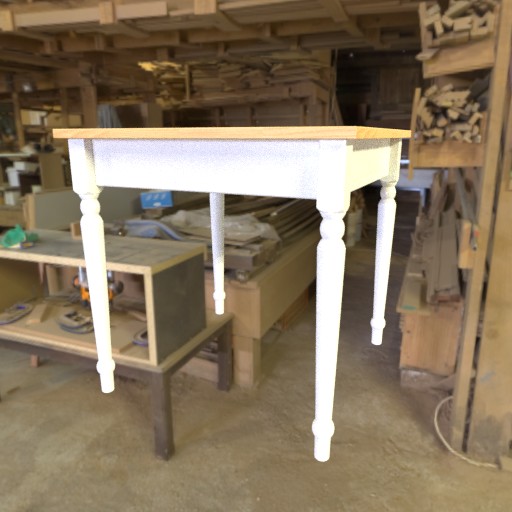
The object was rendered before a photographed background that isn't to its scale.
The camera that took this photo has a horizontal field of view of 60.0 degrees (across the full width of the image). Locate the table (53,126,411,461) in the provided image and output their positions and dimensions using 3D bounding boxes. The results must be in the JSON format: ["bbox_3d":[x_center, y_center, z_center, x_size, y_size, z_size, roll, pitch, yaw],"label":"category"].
[{"bbox_3d":[0.000,0.000,1.349,0.747,0.738,0.747,7,17,25],"label":"table"}]
